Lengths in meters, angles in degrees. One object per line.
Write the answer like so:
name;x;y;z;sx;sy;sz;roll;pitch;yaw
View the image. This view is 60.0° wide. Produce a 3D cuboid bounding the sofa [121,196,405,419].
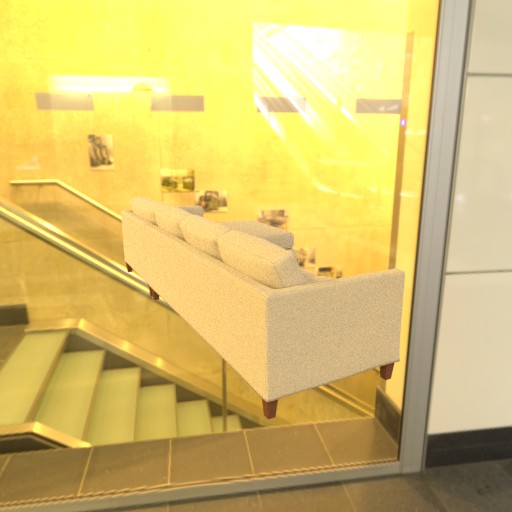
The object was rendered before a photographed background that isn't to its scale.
sofa;0.000;0.000;3.873;1.625;0.861;3.186;-8;16;-28
